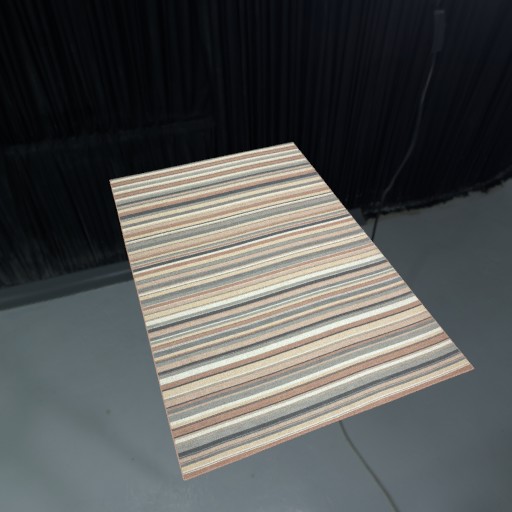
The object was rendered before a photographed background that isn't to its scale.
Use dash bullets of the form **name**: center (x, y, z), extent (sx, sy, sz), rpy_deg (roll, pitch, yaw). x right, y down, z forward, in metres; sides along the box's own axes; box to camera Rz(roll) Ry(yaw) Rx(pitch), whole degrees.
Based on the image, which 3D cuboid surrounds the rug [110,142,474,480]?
- **rug**: center (0.000, 0.000, 2.257), extent (1.219, 0.008, 1.829), rpy_deg (-15, 48, -14)
